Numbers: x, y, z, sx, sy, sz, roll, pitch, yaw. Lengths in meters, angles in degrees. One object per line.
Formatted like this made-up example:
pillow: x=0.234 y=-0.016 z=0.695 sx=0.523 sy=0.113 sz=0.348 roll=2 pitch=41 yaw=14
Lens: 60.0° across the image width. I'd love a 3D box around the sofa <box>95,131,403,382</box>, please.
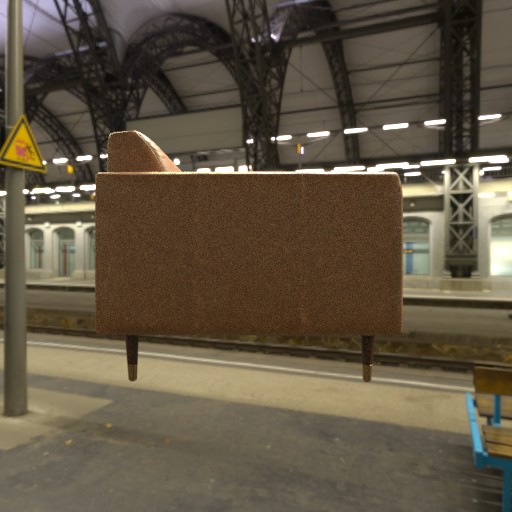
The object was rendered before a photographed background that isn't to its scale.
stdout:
sofa: x=0.000 y=0.000 z=2.073 sx=0.960 sy=0.820 sz=1.549 roll=0 pitch=0 yaw=1
